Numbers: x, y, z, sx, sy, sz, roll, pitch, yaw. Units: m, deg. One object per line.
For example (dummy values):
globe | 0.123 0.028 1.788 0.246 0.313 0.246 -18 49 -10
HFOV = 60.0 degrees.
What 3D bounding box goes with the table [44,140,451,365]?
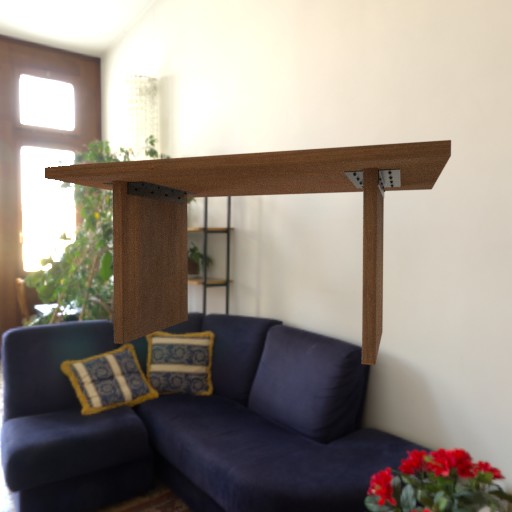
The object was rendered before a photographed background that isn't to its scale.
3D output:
table | 0.000 0.000 2.112 1.609 0.780 0.946 1 2 18
